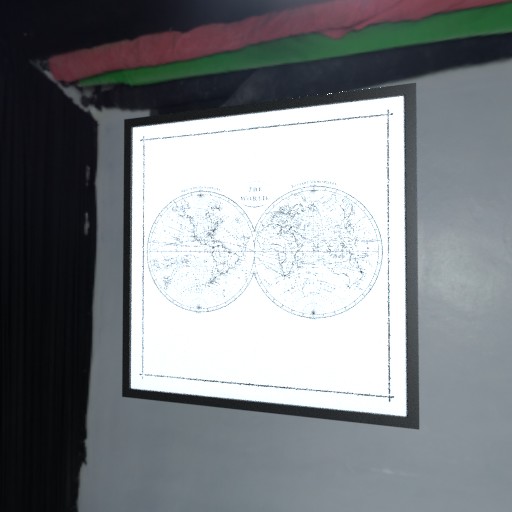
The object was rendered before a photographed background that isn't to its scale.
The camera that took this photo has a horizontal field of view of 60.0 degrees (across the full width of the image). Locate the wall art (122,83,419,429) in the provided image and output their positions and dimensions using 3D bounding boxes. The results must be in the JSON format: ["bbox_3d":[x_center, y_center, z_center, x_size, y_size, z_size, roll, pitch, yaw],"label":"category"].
[{"bbox_3d":[0.000,0.000,1.128,0.773,0.775,0.031,0,-2,19],"label":"wall art"}]
